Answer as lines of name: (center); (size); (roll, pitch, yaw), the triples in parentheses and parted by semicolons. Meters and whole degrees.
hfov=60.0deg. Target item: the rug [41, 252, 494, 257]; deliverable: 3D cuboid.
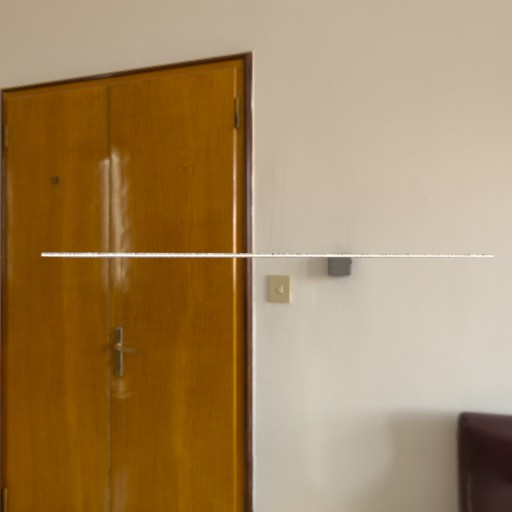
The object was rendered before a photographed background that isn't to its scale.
rug: (0.000, 0.000, 2.832); (2.280, 0.015, 1.521); (0, 0, -18)
